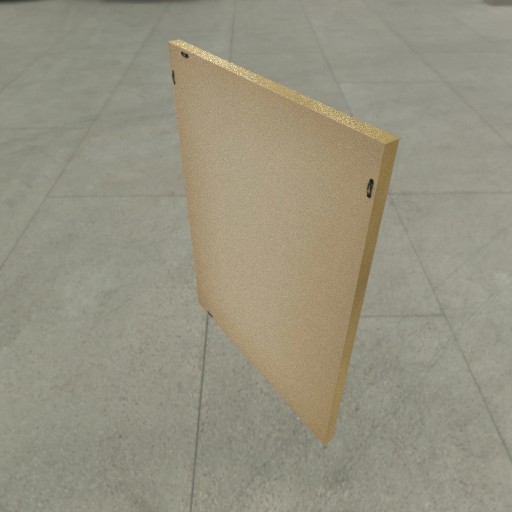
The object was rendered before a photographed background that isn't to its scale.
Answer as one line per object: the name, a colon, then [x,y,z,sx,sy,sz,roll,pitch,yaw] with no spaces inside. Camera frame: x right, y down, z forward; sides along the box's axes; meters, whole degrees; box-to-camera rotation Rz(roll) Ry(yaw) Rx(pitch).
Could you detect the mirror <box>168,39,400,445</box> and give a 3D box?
mirror: [0.000,0.000,1.299,0.041,1.016,0.762,-25,46,-27]
